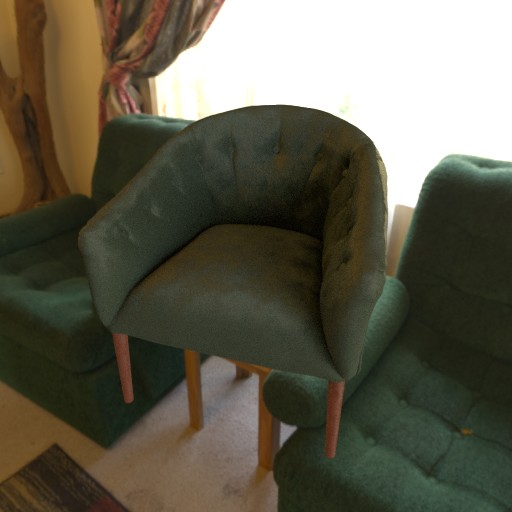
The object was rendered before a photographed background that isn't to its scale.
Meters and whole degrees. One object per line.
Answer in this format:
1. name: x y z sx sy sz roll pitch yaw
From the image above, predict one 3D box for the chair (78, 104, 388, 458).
1. chair: 0.000 0.000 1.500 0.851 0.885 0.776 9 29 16
